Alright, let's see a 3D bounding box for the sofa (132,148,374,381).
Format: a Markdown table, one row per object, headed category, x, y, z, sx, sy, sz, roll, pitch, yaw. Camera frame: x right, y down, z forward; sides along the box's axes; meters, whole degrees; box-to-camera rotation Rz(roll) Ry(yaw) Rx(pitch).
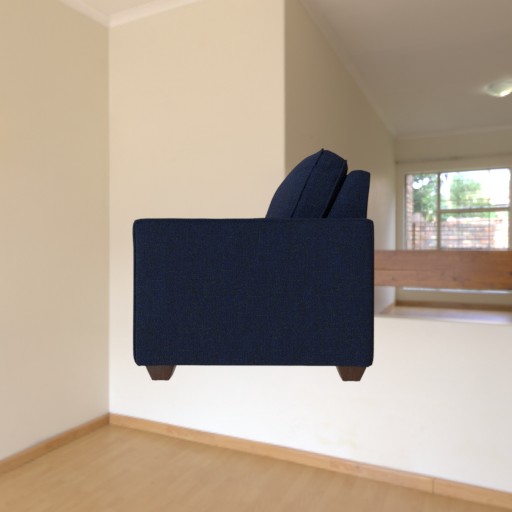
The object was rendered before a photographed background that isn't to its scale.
| category | x | y | z | sx | sy | sz | roll | pitch | yaw |
| --- | --- | --- | --- | --- | --- | --- | --- | --- | --- |
| sofa | 0.000 | 0.000 | 2.653 | 0.940 | 0.919 | 2.080 | 0 | 1 | 1 |
